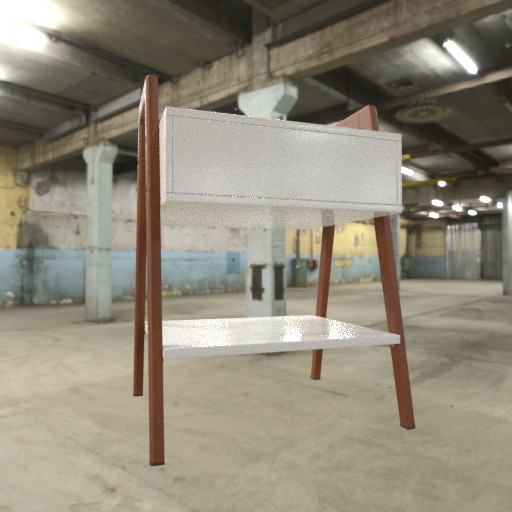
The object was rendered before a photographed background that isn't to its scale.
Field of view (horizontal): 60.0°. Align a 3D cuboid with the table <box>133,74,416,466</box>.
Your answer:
[{"bbox_3d":[0.000,0.000,0.900,0.457,0.610,0.405,1,-2,-19],"label":"table"}]
